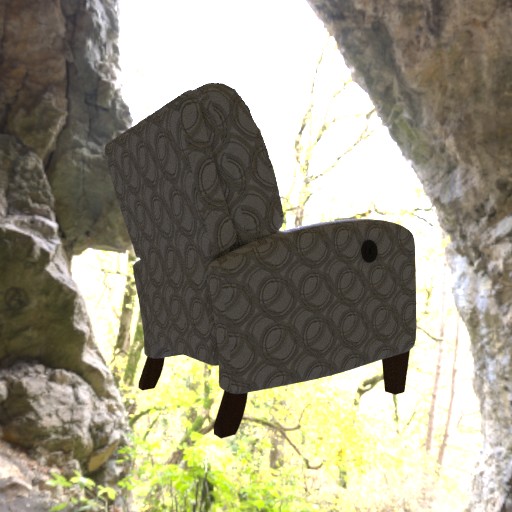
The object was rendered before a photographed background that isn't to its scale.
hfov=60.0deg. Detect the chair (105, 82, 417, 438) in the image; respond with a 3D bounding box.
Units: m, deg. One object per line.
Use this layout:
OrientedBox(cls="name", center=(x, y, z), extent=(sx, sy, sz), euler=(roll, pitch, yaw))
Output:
OrientedBox(cls="chair", center=(0.000, 0.000, 1.748), extent=(0.995, 1.065, 0.796), euler=(1, -1, -36))
